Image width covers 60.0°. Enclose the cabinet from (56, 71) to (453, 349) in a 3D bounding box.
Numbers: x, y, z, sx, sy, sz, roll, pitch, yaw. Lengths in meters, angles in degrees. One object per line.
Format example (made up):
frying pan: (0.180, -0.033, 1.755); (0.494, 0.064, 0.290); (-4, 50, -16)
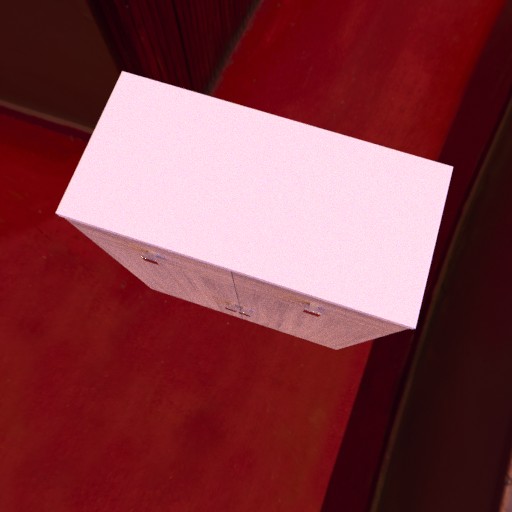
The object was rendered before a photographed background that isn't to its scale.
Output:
cabinet: (0.000, 0.000, 1.126); (0.600, 0.815, 0.296); (18, 76, 5)
